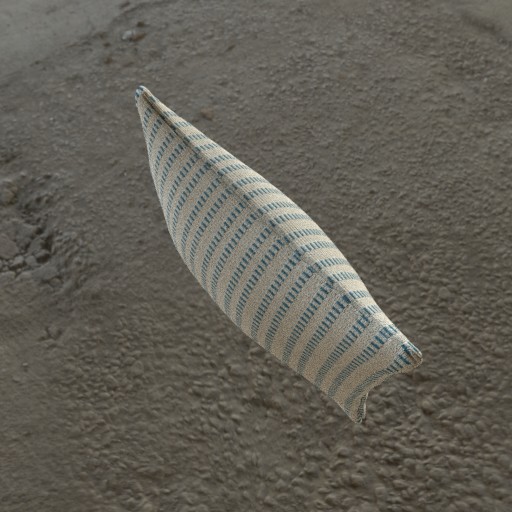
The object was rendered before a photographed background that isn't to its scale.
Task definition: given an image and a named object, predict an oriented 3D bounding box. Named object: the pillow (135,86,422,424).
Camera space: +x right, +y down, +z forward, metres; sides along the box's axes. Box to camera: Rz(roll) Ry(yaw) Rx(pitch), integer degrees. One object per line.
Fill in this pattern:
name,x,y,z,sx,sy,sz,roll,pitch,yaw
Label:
pillow,0.000,0.000,0.797,0.210,0.353,0.640,-35,66,-19
